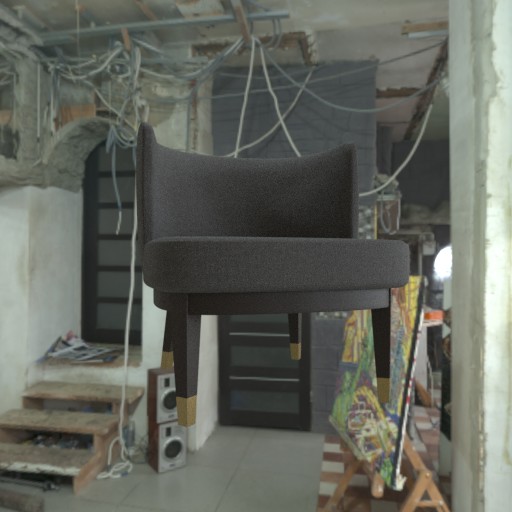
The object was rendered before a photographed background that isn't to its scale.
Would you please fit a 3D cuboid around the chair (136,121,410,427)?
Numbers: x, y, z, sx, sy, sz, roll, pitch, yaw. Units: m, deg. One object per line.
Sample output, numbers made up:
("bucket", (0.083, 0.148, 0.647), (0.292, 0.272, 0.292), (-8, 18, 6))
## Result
("chair", (0.000, 0.000, 1.232), (0.639, 0.695, 0.698), (0, -1, -19))
